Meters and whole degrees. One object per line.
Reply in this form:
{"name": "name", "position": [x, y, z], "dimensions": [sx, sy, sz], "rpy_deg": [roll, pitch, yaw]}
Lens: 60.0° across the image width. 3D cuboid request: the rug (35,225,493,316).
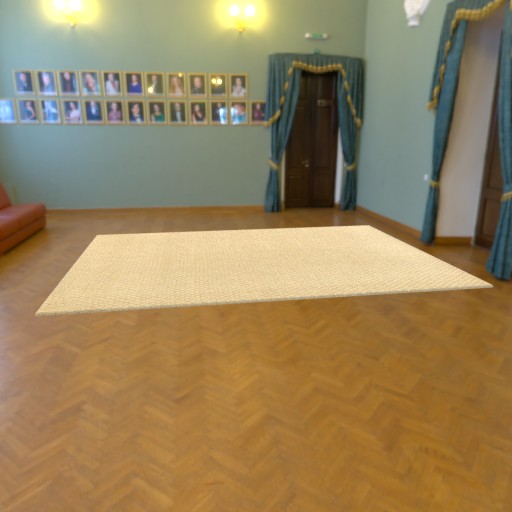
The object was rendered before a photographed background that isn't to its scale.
{"name": "rug", "position": [0.000, 0.000, 2.756], "dimensions": [2.144, 0.013, 1.509], "rpy_deg": [-3, 16, -9]}
